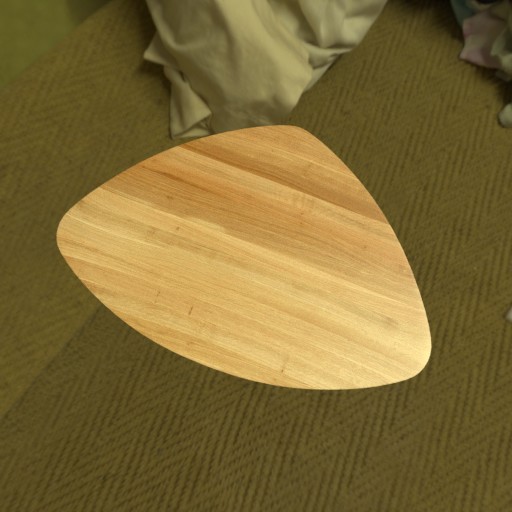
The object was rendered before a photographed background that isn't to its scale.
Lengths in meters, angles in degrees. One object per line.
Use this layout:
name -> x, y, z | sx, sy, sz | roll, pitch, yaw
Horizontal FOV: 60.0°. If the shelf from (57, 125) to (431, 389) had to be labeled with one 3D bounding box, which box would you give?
shelf -> 0.000, 0.000, 1.647 | 1.240, 0.439, 0.863 | 19, 75, 6
